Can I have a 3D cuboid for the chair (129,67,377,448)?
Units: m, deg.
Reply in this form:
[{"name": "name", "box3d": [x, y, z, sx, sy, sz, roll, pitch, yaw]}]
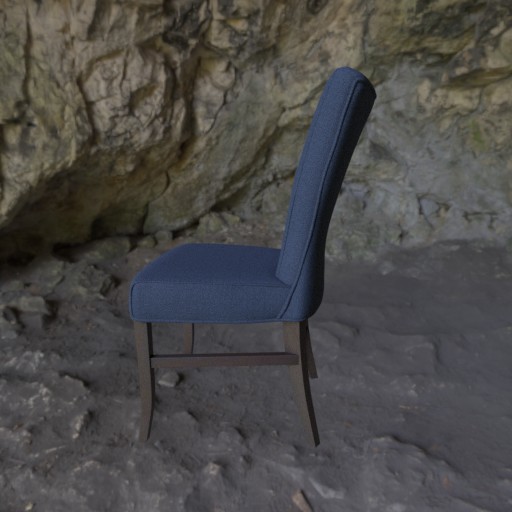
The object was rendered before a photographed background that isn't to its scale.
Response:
[{"name": "chair", "box3d": [0.000, 0.000, 1.354, 0.660, 0.991, 0.520, 2, 13, 7]}]
